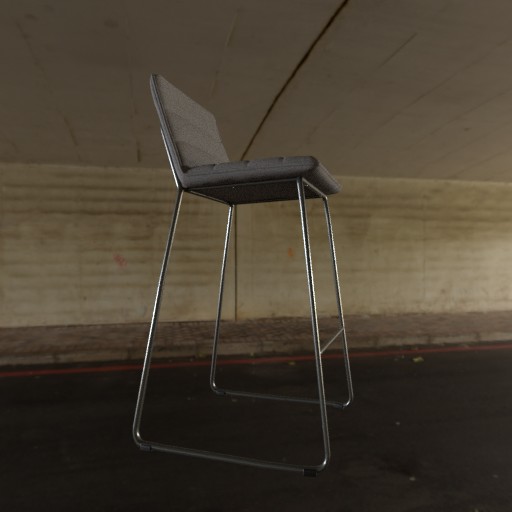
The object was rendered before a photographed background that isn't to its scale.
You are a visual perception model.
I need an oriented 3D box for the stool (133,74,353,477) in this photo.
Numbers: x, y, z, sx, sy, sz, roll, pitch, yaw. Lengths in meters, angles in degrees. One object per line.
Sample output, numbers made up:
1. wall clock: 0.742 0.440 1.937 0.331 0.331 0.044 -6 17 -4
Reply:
1. stool: 0.000 0.000 1.253 0.490 0.960 0.490 0 0 19
